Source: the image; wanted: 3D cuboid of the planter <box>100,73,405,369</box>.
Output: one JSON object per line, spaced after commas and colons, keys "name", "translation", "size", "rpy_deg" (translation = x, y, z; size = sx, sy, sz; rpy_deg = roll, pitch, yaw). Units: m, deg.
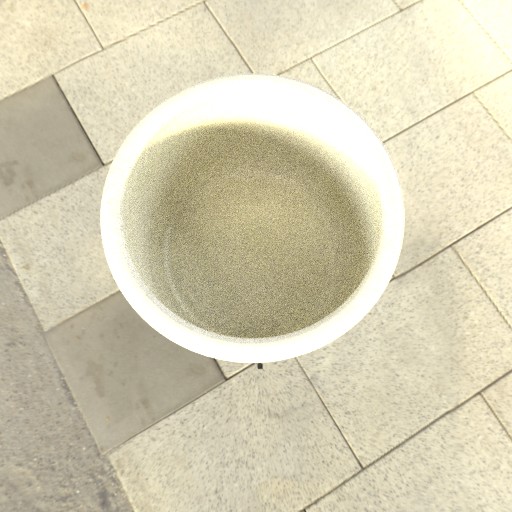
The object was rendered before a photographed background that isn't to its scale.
{"name": "planter", "translation": [0.000, 0.000, 0.702], "size": [0.333, 0.483, 0.324], "rpy_deg": [-32, 79, -7]}
